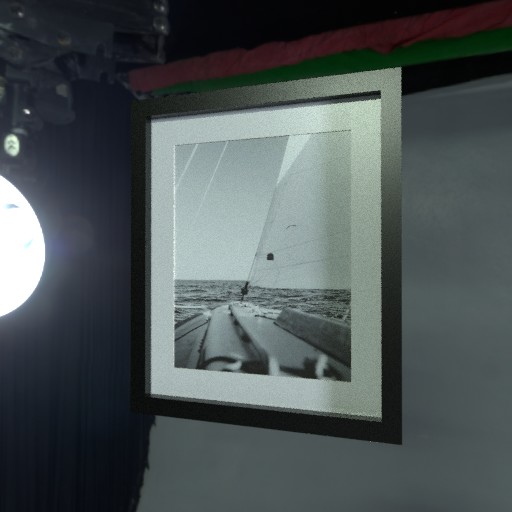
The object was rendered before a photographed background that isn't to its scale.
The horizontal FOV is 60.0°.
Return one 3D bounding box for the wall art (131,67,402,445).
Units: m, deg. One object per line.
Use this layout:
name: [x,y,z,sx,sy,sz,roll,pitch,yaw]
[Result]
wall art: [0.000,0.000,0.739,0.461,0.558,0.031,0,0,18]
